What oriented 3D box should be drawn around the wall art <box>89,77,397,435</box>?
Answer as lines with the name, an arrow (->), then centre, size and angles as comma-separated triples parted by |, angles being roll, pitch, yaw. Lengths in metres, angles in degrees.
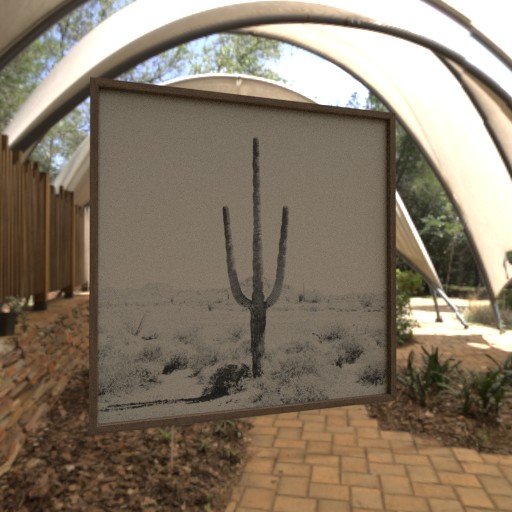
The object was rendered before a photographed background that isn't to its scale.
wall art -> 0.000, 0.000, 0.724 | 0.508, 0.508, 0.038 | 0, -1, -18
